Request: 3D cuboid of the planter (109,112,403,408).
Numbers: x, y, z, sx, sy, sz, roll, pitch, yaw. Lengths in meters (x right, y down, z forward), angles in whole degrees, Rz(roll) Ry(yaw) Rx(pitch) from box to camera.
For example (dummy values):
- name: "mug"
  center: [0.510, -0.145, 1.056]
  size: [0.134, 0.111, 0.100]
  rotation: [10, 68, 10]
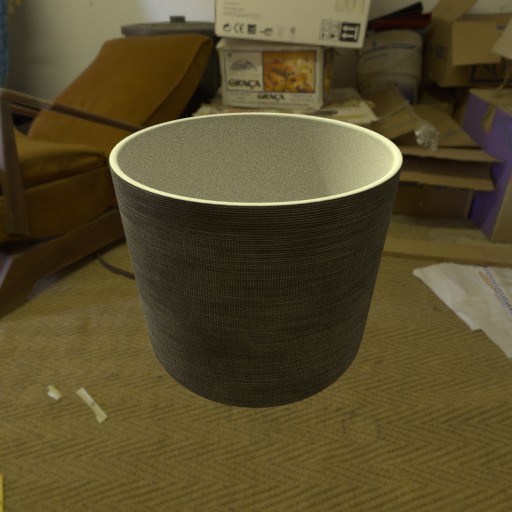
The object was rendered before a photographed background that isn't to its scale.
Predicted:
- name: "planter"
  center: [0.000, 0.000, 0.791]
  size: [0.440, 0.398, 0.440]
  rotation: [0, 31, 0]
